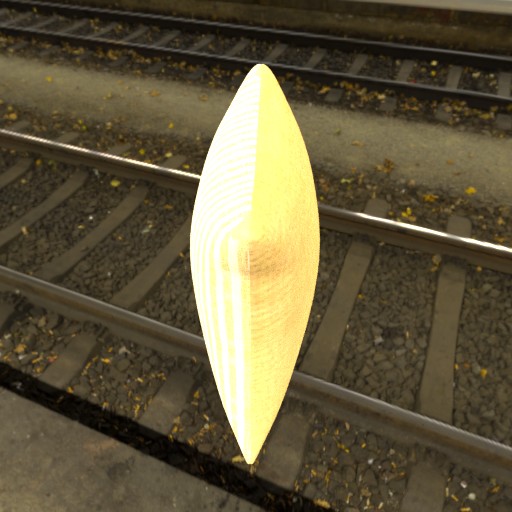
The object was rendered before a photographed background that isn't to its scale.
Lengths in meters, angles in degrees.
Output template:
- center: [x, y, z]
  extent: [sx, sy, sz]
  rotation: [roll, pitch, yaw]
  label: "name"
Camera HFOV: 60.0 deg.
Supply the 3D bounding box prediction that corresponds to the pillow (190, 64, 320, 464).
- center: [0.000, 0.000, 0.639]
  extent: [0.173, 0.407, 0.419]
  rotation: [1, 42, 1]
  label: "pillow"
